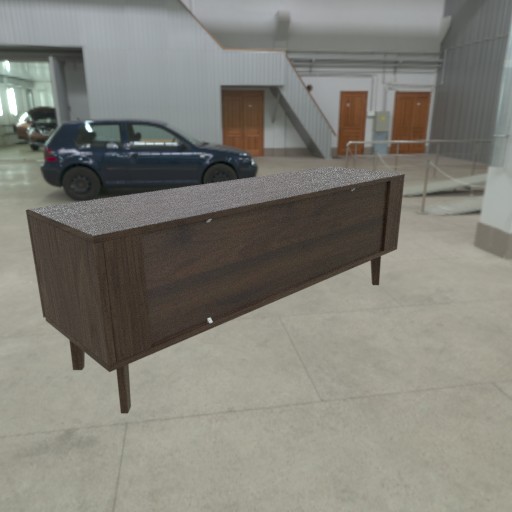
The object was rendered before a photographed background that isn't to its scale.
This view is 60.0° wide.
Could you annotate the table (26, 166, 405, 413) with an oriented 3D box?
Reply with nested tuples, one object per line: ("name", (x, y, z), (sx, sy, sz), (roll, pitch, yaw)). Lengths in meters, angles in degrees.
("table", (0.000, 0.000, 1.636), (0.405, 0.508, 1.397), (17, 25, 42))
